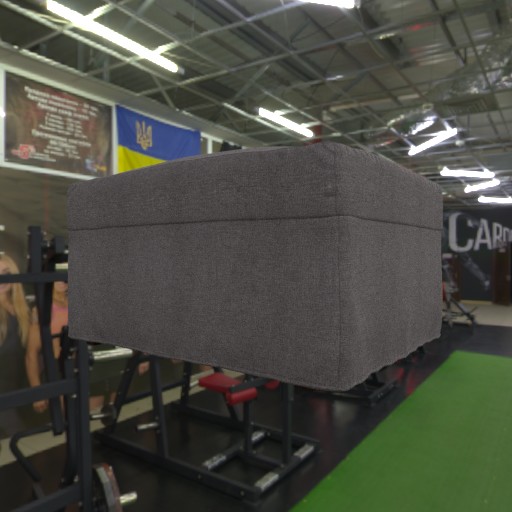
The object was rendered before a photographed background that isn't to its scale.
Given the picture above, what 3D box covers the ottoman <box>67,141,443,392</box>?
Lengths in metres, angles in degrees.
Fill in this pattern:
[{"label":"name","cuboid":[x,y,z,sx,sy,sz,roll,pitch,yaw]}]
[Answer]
[{"label":"ottoman","cuboid":[0.000,0.000,1.221,0.833,0.492,0.652,0,1,37]}]
